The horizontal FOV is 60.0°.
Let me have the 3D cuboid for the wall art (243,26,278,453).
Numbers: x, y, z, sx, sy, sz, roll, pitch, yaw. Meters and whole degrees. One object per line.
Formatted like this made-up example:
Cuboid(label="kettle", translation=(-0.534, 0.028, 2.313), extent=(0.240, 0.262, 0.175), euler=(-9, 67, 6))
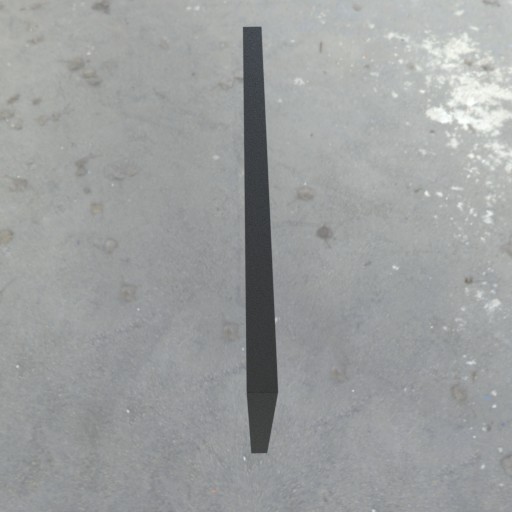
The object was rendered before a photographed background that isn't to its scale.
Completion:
Cuboid(label="wall art", translation=(0.000, 0.000, 0.744), extent=(0.029, 0.457, 0.558), euler=(-1, 60, -1))
